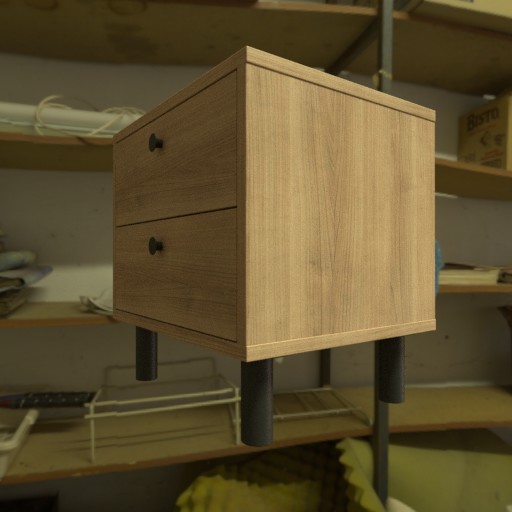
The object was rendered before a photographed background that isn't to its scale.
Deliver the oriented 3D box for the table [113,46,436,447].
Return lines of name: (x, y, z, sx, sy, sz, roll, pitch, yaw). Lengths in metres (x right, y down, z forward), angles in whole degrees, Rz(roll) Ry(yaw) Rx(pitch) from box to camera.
table: (0.000, 0.000, 0.769, 0.380, 0.460, 0.445, 0, 0, -36)
